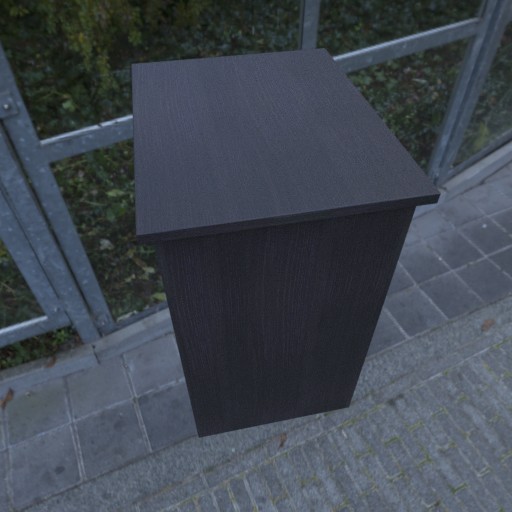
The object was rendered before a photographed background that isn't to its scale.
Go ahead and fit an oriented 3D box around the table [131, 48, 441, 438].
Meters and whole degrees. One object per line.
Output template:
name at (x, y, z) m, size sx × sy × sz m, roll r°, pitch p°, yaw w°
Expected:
table at (0.000, 0.000, 0.927) m, size 0.381 × 0.635 × 0.480 m, roll -8°, pitch 47°, yaw -8°
